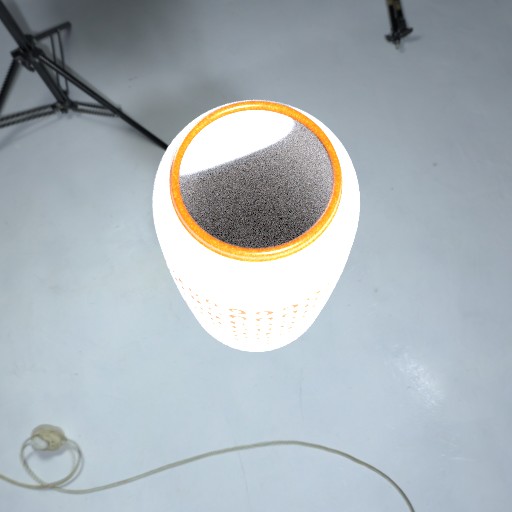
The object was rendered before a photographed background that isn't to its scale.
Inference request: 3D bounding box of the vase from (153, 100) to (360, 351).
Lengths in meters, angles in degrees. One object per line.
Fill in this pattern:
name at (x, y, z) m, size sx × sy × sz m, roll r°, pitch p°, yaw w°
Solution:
vase at (0.000, 0.000, 0.347) m, size 0.133 × 0.282 × 0.133 m, roll 0°, pitch 74°, yaw 0°
